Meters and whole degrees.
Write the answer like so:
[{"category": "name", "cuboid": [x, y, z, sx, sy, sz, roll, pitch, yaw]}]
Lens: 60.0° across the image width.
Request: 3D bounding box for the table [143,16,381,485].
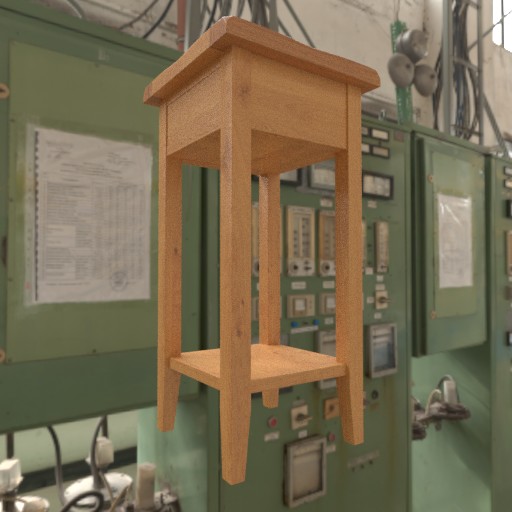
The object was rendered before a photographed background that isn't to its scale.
[{"category": "table", "cuboid": [0.000, 0.000, 0.925, 0.360, 0.740, 0.360, 1, -2, -35]}]
